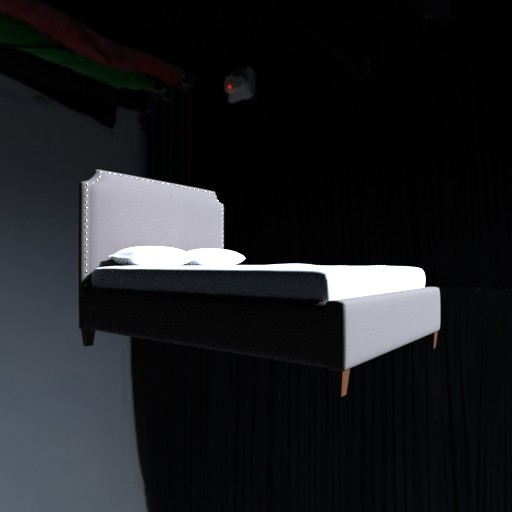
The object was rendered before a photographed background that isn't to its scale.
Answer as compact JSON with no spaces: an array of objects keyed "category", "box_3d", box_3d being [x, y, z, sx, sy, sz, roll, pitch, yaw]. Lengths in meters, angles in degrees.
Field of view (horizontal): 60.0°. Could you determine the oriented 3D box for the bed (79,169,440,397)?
[{"category":"bed","box_3d":[0.000,0.000,3.542,2.372,1.443,1.713,-1,-1,37]}]
